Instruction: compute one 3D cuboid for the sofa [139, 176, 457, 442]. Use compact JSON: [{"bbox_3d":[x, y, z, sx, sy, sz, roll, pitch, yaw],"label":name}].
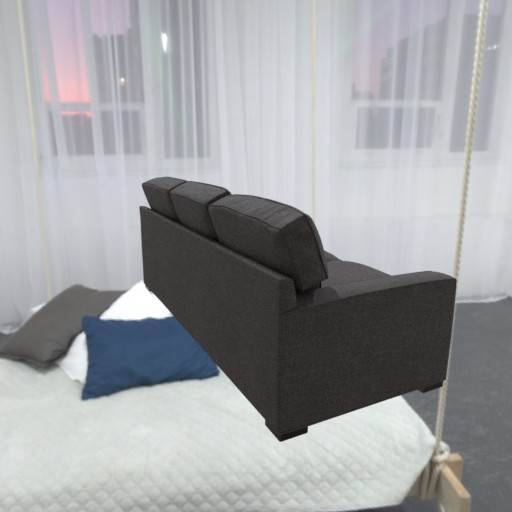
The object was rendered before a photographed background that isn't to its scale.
[{"bbox_3d":[0.000,0.000,2.957,1.004,0.978,2.369,-7,16,-26],"label":"sofa"}]
